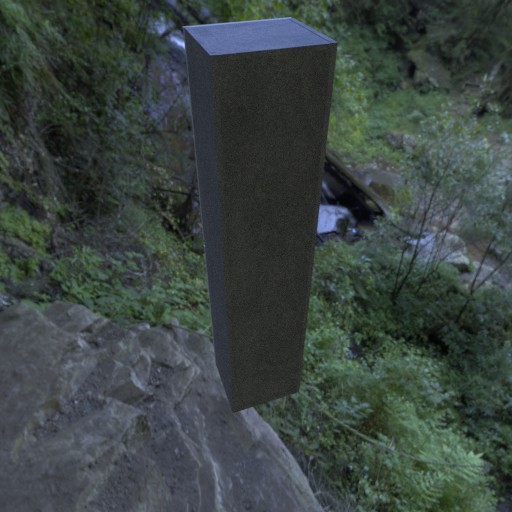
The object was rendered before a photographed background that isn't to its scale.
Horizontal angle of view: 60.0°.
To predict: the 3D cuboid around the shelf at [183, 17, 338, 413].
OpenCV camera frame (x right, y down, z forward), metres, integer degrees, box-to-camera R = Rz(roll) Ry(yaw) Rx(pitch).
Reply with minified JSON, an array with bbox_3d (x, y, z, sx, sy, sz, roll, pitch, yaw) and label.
[{"bbox_3d":[0.000,0.000,1.519,0.300,1.400,0.270,-13,42,-15],"label":"shelf"}]
